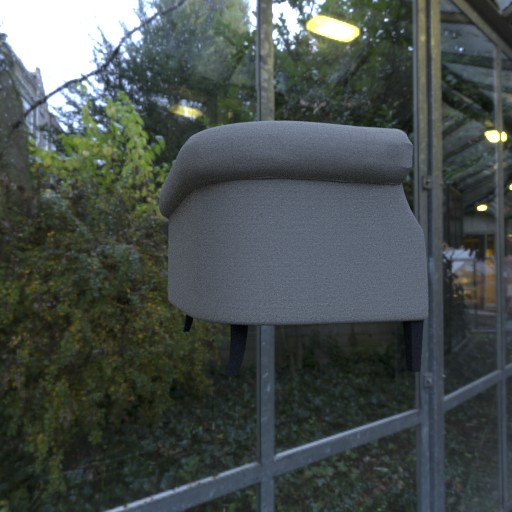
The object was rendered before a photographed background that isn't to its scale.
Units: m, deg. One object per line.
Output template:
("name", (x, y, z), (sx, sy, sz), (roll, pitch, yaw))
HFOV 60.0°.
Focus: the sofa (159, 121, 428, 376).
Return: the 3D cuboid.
("sofa", (0.000, 0.000, 2.074), (0.835, 0.827, 1.558), (1, -2, -17))
